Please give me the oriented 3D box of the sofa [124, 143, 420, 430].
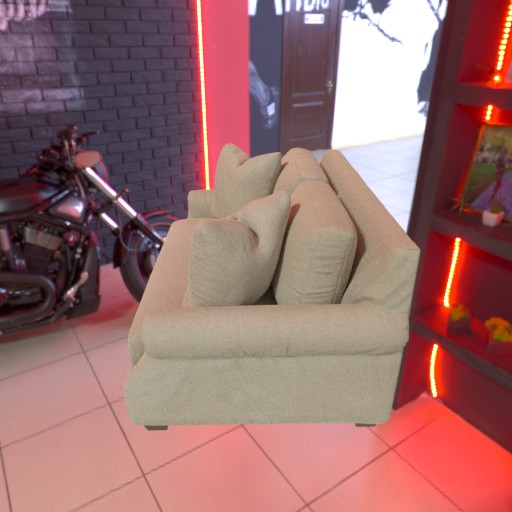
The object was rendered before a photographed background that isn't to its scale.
[{"bbox_3d":[0.000,0.000,2.221,1.070,0.905,1.550,-1,26,-1],"label":"sofa"}]
